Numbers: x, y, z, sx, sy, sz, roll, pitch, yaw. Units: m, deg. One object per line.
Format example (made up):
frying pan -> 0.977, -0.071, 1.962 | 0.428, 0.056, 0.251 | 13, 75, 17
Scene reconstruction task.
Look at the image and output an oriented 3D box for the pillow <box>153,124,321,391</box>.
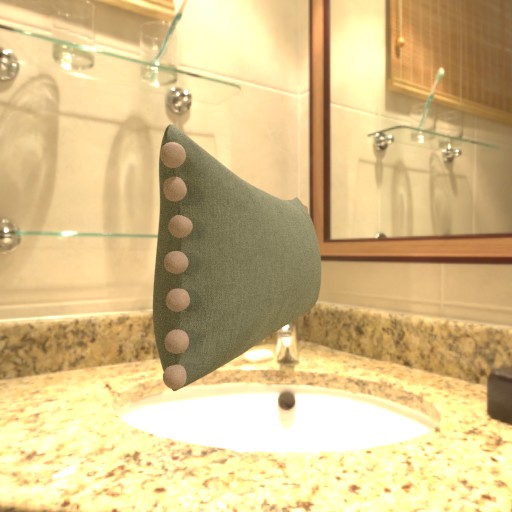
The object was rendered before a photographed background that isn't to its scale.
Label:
pillow -> 0.000, 0.000, 0.837 | 0.201, 0.322, 0.709 | 0, 1, 19
